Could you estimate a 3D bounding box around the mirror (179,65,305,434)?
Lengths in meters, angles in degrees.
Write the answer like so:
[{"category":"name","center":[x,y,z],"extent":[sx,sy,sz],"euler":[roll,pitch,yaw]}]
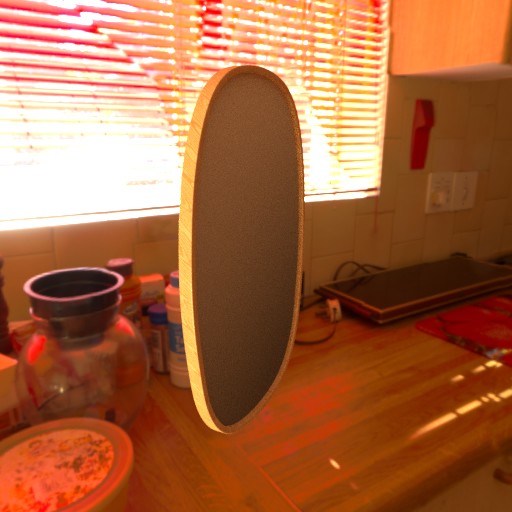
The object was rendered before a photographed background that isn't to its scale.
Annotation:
[{"category":"mirror","center":[0.000,0.000,1.357],"extent":[0.037,1.075,0.724],"euler":[8,17,26]}]
